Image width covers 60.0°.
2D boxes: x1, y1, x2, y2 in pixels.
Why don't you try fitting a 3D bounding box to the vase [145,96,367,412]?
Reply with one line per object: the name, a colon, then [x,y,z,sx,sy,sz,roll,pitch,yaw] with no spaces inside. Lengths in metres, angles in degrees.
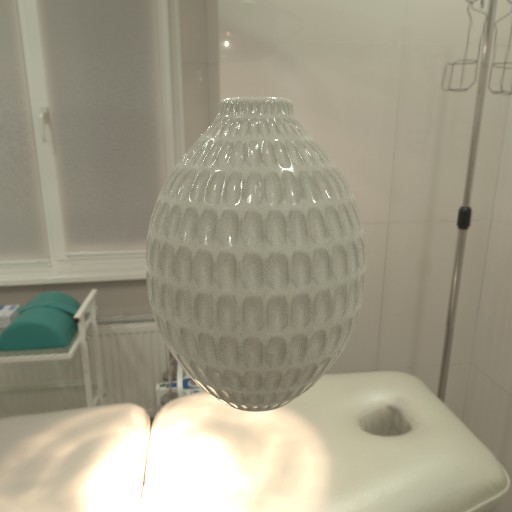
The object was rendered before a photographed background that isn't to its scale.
vase: [0.000,0.000,0.333,0.162,0.223,0.162,0,16,0]
